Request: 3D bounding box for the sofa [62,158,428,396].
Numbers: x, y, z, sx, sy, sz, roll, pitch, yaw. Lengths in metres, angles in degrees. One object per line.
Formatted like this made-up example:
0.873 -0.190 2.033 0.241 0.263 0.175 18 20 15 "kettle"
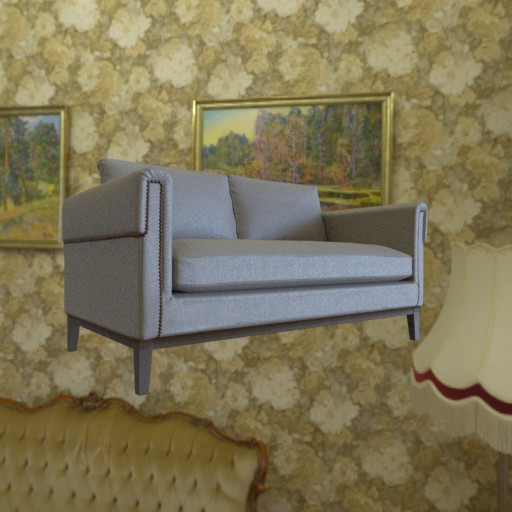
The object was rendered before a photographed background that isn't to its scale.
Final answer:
0.000 0.000 2.161 1.598 0.873 0.899 0 0 -37 "sofa"
